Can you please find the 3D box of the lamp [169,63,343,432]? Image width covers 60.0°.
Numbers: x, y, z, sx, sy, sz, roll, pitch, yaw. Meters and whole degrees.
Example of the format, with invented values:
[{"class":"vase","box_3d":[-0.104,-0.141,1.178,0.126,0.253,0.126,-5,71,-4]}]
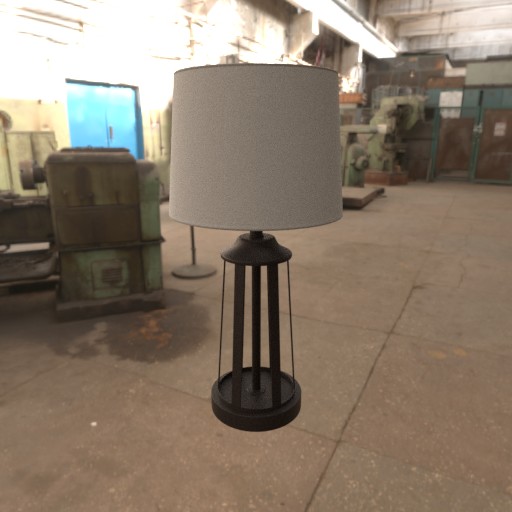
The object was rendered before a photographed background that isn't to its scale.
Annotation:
[{"class":"lamp","box_3d":[0.000,0.000,0.669,0.251,0.509,0.251,0,16,0]}]
